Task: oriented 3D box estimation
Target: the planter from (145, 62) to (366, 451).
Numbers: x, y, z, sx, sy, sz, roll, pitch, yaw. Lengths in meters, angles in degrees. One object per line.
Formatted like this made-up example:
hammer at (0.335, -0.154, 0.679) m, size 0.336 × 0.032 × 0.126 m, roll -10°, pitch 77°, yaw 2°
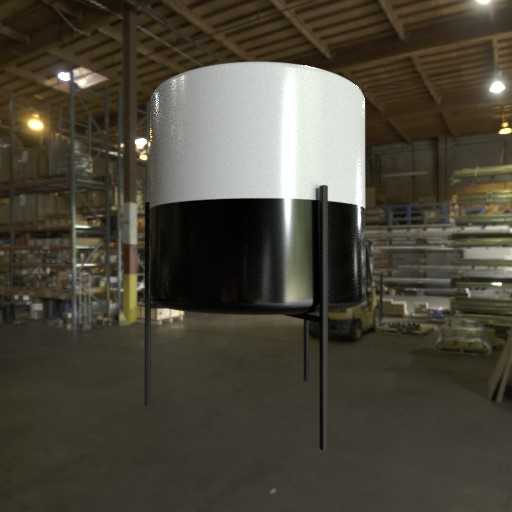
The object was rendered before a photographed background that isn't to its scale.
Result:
planter at (0.000, 0.000, 0.641) m, size 0.310 × 0.432 × 0.310 m, roll 0°, pitch 0°, yaw 18°
